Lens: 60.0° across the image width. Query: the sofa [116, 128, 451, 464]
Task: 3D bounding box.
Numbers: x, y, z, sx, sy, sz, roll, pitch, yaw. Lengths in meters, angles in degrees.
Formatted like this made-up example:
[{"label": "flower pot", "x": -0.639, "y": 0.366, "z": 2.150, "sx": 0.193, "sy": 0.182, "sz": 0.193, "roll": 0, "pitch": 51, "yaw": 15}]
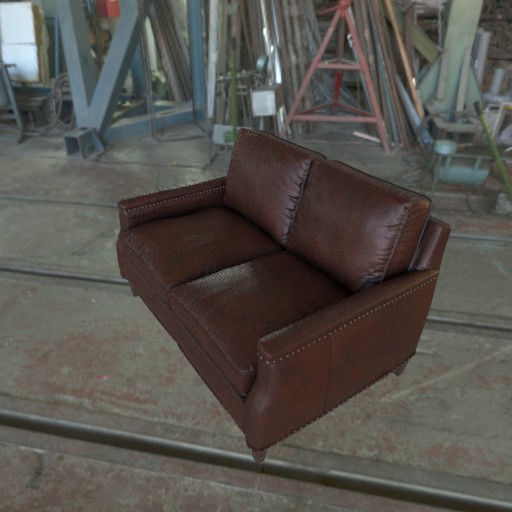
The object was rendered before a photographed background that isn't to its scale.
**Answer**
[{"label": "sofa", "x": 0.000, "y": 0.000, "z": 2.393, "sx": 1.083, "sy": 1.003, "sz": 1.628, "roll": -19, "pitch": 37, "yaw": -29}]
